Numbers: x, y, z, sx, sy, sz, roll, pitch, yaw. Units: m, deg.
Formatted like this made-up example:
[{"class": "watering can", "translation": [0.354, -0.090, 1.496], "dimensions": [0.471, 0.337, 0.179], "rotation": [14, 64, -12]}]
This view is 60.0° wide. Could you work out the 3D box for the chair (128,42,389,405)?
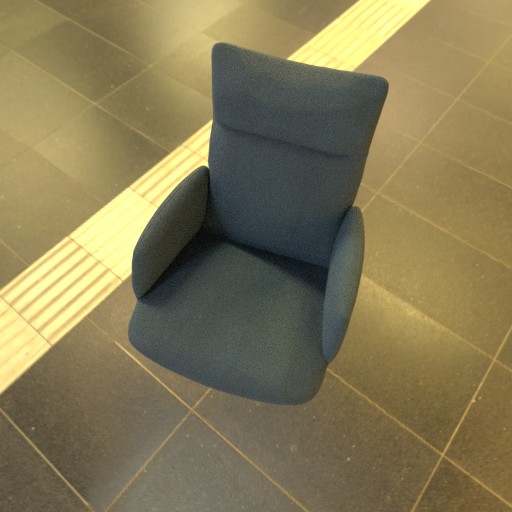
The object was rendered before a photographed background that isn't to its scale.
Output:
[{"class": "chair", "translation": [0.000, 0.000, 1.530], "dimensions": [0.711, 1.016, 0.889], "rotation": [17, 60, 10]}]
